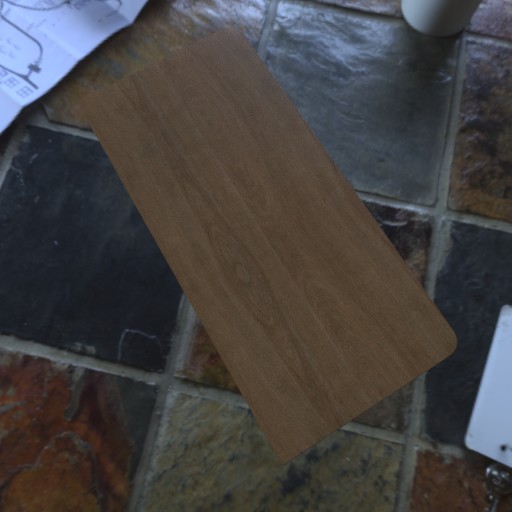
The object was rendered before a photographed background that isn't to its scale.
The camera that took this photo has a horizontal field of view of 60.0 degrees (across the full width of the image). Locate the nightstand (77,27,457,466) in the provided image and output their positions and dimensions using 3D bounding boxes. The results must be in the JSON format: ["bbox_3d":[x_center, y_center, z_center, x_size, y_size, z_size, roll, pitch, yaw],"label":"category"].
[{"bbox_3d":[0.000,0.000,1.303,0.432,0.700,0.914,-30,77,-8],"label":"nightstand"}]
